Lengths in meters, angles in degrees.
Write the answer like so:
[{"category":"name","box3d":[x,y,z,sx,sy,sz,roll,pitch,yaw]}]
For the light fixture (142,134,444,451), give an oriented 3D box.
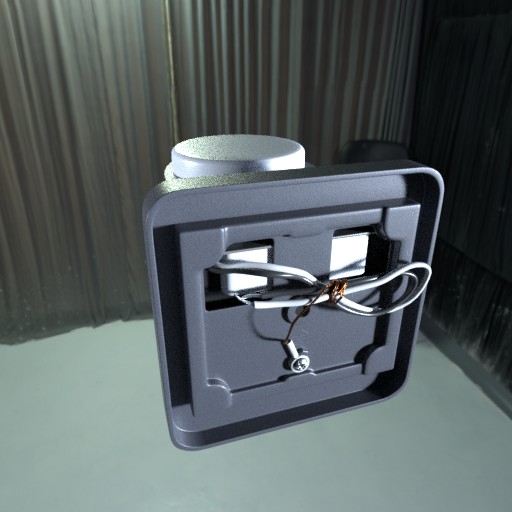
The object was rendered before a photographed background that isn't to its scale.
[{"category":"light fixture","box3d":[0.000,0.000,0.217,0.109,0.109,0.132,-8,27,-17]}]
